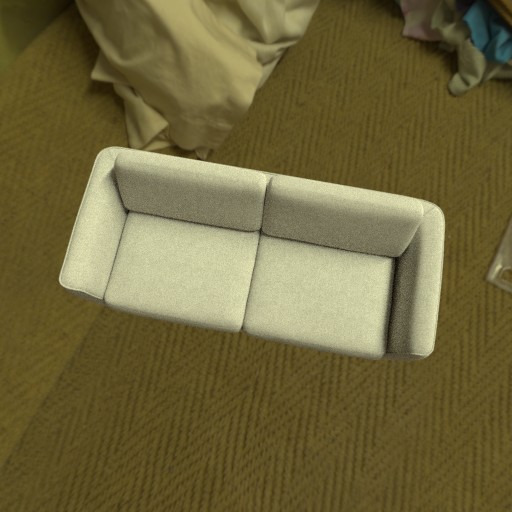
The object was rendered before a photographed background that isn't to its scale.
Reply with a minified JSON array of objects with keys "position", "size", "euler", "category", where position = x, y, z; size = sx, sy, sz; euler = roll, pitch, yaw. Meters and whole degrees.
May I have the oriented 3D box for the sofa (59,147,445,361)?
[{"position":[0.000,0.000,2.570],"size":[2.000,0.850,0.920],"euler":[10,74,3],"category":"sofa"}]
